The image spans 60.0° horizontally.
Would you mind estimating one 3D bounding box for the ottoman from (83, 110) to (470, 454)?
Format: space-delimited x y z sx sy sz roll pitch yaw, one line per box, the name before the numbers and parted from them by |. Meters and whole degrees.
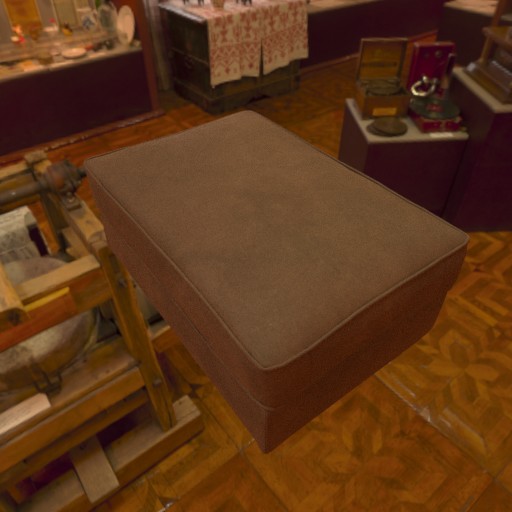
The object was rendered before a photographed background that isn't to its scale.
ottoman | 0.000 0.000 1.215 0.596 0.481 0.860 -26 48 -26
